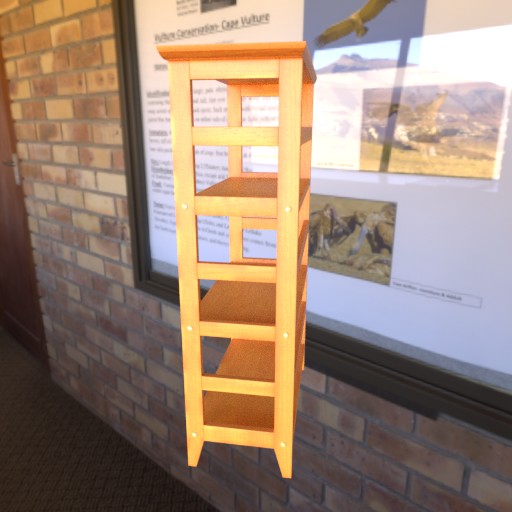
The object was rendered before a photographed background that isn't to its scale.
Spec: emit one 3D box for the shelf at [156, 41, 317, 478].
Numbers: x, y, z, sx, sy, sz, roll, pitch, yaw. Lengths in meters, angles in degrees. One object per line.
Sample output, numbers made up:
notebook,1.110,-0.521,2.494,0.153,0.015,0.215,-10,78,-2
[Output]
shelf,0.000,0.000,1.340,0.305,1.067,0.660,3,16,9
